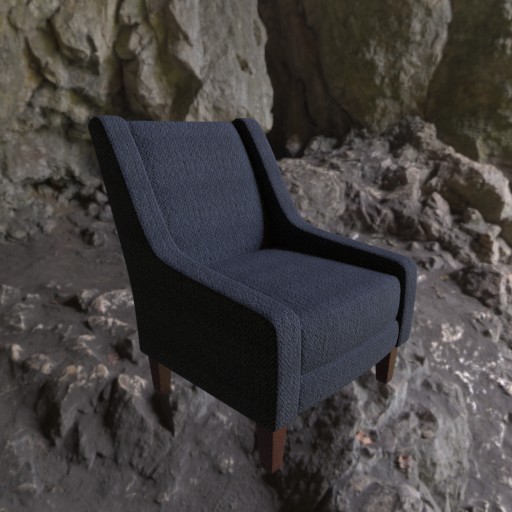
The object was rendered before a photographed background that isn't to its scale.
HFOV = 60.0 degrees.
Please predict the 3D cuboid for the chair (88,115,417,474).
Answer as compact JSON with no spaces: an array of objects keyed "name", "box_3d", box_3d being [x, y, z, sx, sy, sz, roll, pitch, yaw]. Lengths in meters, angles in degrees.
[{"name":"chair","box_3d":[0.000,0.000,1.670,0.944,1.012,0.793,16,22,43]}]
